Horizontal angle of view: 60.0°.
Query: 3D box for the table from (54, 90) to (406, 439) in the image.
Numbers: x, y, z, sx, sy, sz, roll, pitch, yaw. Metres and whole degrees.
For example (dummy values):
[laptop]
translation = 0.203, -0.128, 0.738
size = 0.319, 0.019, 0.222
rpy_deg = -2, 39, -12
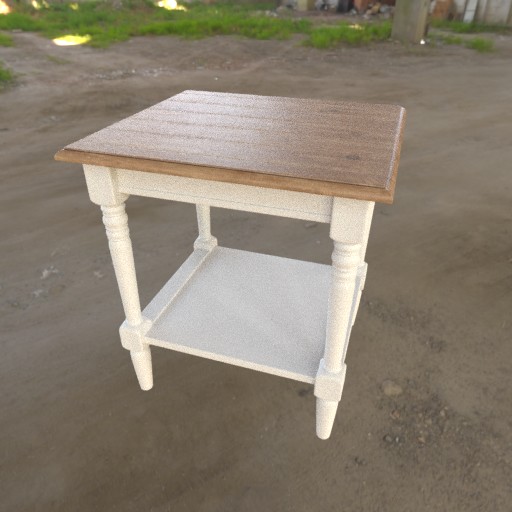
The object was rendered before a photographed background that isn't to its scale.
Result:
[table]
translation = 0.000, 0.000, 0.945
size = 0.508, 0.561, 0.457
rpy_deg = 10, 33, 15
